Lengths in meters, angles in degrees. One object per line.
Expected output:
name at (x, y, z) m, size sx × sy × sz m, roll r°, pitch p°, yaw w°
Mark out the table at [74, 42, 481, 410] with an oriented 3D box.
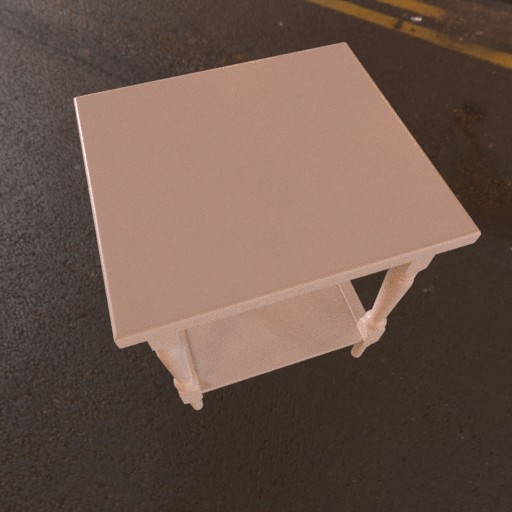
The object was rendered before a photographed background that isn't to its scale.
table at (0.000, 0.000, 0.897) m, size 0.488 × 0.565 × 0.442 m, roll -16°, pitch 60°, yaw -9°
